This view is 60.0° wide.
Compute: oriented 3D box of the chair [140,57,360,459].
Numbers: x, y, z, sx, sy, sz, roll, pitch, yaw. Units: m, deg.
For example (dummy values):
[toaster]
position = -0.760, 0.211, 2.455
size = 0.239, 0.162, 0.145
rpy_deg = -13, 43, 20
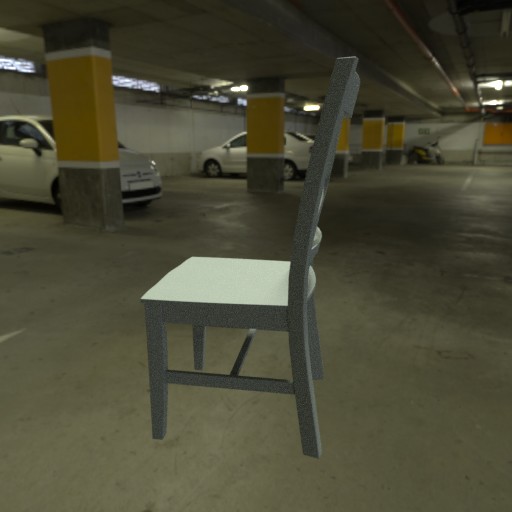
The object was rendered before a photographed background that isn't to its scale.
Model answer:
[chair]
position = 0.000, 0.000, 1.298
size = 0.542, 0.983, 0.485
rpy_deg = 2, 14, 9
